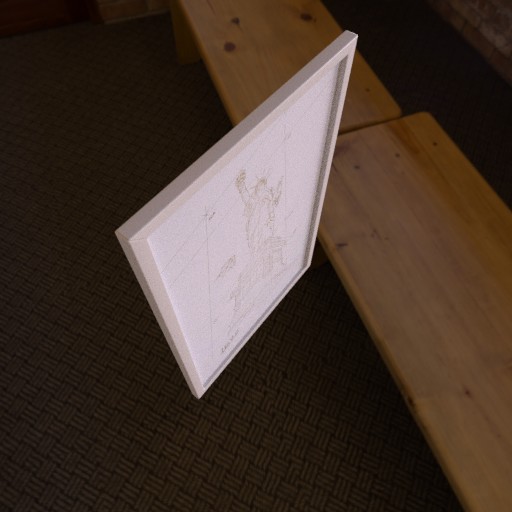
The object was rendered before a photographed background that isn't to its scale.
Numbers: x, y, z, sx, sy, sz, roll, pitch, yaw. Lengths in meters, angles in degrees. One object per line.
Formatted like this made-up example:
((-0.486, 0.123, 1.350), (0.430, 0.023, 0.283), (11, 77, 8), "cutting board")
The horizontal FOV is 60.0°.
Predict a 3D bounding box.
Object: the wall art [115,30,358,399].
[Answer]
((0.000, 0.000, 1.486), (0.038, 1.183, 0.808), (34, 64, 19), "wall art")
